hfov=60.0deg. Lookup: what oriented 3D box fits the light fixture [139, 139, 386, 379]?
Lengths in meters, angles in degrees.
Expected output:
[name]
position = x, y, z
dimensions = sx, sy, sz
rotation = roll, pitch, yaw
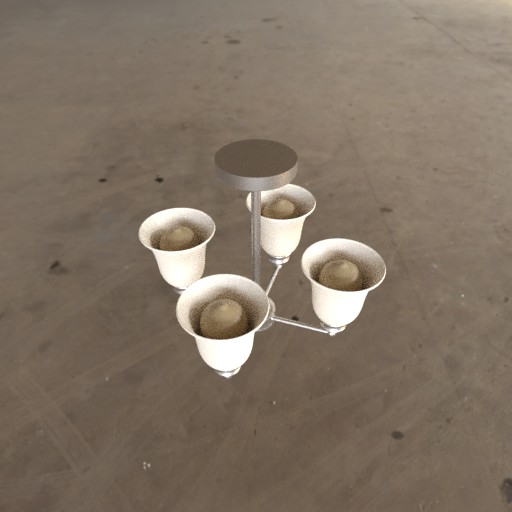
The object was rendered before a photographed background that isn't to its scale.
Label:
[light fixture]
position = 0.000, 0.000, 0.759
dimensions = 0.427, 0.370, 0.427
rotation = 12, 41, 15
